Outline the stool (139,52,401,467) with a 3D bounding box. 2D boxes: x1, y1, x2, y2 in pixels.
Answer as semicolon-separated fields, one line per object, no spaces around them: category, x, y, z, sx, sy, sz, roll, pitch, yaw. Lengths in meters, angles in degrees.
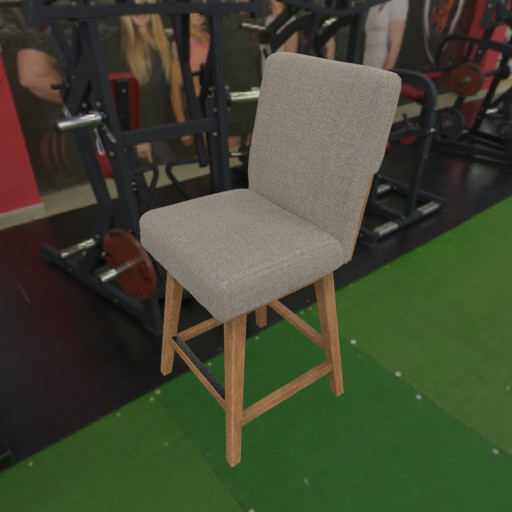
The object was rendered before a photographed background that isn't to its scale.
stool;0.000;0.000;1.282;0.526;1.010;0.459;-21;38;-30
